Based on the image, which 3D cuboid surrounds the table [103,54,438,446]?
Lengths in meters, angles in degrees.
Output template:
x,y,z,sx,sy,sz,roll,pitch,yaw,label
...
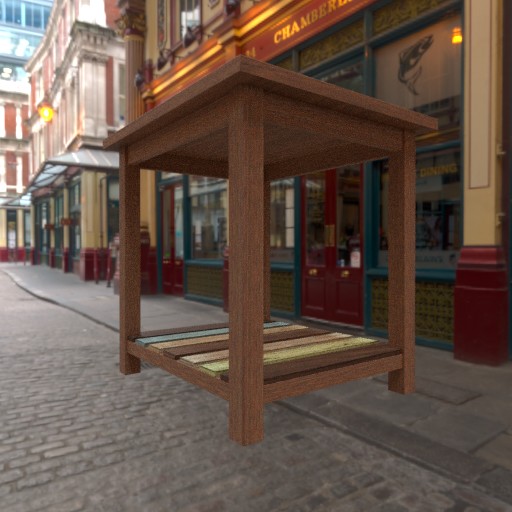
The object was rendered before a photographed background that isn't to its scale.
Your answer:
x,y,z,sx,sy,sz,roll,pitch,yaw,label
0.000,0.000,1.125,0.559,0.635,0.660,0,0,-37,table
